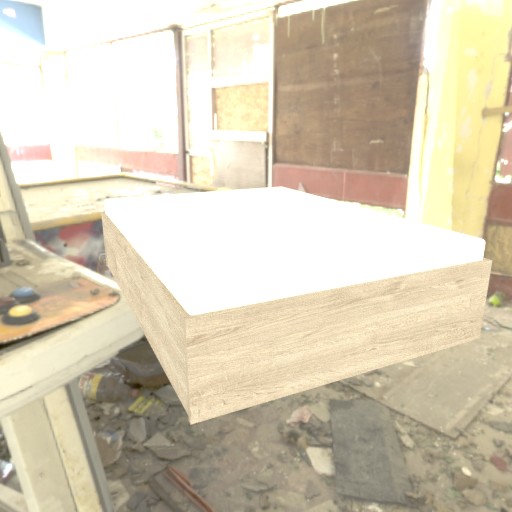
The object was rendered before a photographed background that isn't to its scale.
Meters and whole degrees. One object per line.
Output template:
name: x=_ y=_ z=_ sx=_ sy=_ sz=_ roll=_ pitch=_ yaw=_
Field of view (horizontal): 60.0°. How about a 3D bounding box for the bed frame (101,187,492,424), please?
bed frame: x=0.000 y=0.000 z=2.594 sx=1.448 sy=0.490 sz=1.944 roll=-8 pitch=19 yaw=-25
